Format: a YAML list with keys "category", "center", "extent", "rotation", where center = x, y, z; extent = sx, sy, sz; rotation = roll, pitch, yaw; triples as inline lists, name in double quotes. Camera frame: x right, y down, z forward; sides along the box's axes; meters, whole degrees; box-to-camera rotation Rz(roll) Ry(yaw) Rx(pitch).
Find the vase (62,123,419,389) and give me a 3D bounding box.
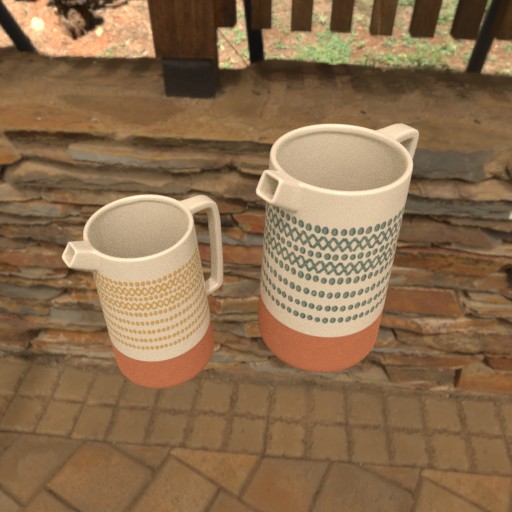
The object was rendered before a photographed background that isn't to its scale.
- category: "vase"
  center: [0.000, 0.000, 0.459]
  extent: [0.326, 0.247, 0.168]
  rotation: [0, 42, 0]
